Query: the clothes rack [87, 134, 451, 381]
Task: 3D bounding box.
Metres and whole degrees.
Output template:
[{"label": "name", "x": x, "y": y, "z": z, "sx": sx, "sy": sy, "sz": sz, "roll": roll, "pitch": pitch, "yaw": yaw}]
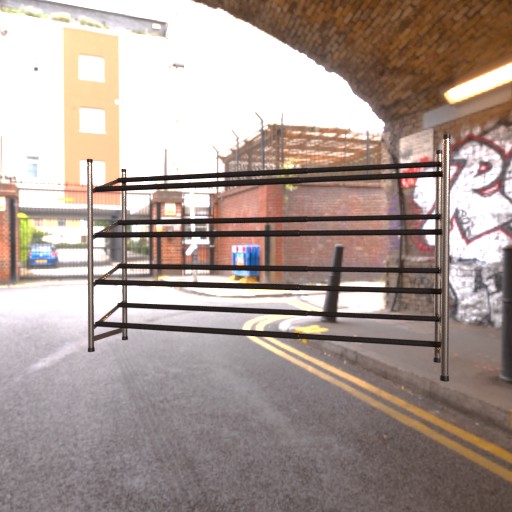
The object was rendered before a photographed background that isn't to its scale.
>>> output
[{"label": "clothes rack", "x": 0.000, "y": 0.000, "z": 1.475, "sx": 1.168, "sy": 0.672, "sz": 0.229, "roll": 0, "pitch": 1, "yaw": 17}]
